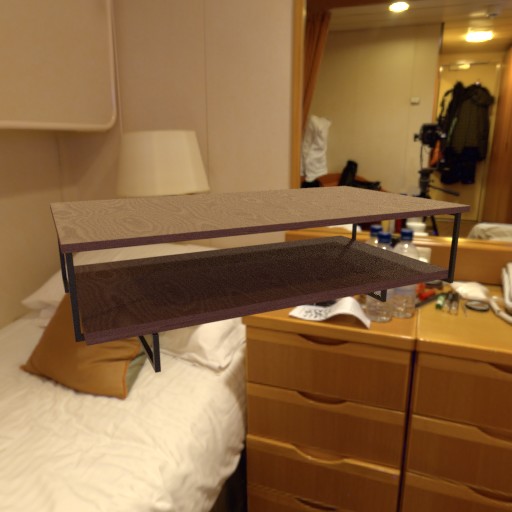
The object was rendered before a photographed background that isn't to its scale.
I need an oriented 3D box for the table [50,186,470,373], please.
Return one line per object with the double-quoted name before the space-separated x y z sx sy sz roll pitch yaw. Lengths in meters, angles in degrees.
"table" 0.000 0.000 1.479 1.197 0.347 0.651 -7 17 -25
